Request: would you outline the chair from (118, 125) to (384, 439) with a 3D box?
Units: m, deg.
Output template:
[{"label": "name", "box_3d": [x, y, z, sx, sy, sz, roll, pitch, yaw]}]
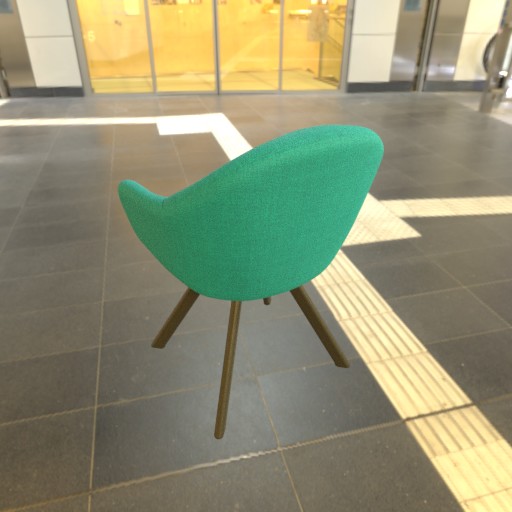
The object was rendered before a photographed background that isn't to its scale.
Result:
[{"label": "chair", "box_3d": [0.000, 0.000, 1.223, 0.590, 0.795, 0.550, -19, 35, -29]}]
